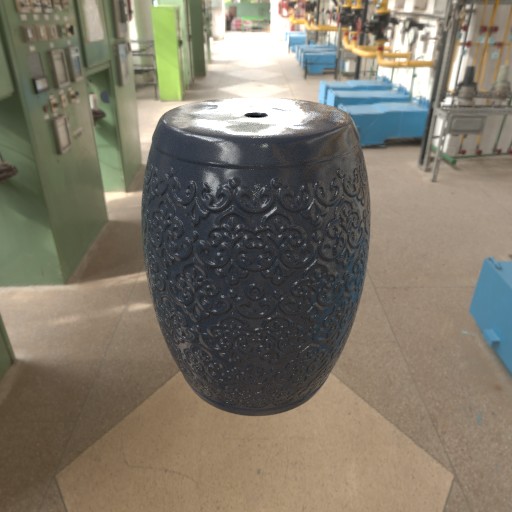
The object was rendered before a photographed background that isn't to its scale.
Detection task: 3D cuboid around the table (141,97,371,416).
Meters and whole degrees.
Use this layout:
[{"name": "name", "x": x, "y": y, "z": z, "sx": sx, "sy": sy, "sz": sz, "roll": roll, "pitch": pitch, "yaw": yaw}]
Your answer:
[{"name": "table", "x": 0.000, "y": 0.000, "z": 0.634, "sx": 0.309, "sy": 0.397, "sz": 0.309, "roll": 0, "pitch": 30, "yaw": 0}]
